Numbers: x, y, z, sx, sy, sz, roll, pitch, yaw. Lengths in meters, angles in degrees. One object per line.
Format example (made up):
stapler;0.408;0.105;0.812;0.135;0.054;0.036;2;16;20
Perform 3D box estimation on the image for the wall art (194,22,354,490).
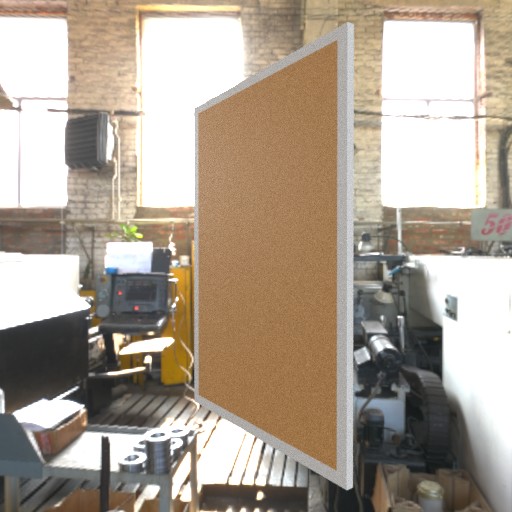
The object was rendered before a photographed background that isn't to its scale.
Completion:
wall art;0.000;0.000;0.809;0.013;0.656;0.456;0;1;-36
